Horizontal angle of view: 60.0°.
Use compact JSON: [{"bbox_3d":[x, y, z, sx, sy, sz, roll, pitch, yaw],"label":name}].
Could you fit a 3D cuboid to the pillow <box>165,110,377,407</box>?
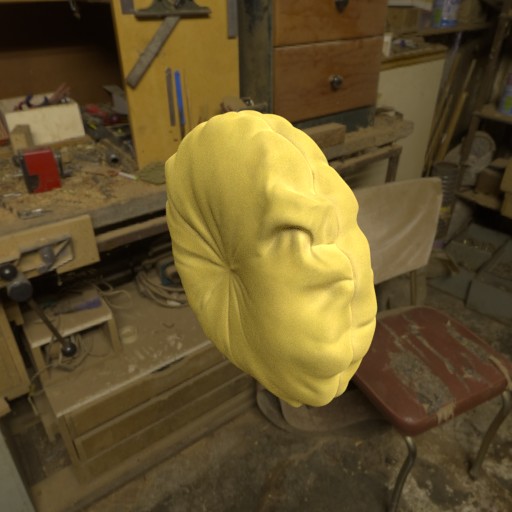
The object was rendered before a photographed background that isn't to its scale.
[{"bbox_3d":[0.000,0.000,0.652,0.148,0.407,0.428,-20,37,-29],"label":"pillow"}]
